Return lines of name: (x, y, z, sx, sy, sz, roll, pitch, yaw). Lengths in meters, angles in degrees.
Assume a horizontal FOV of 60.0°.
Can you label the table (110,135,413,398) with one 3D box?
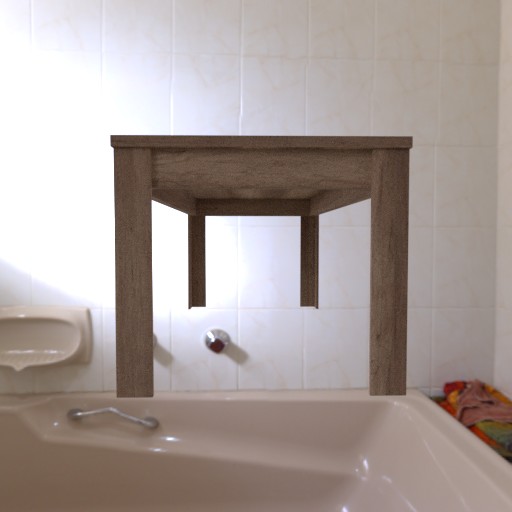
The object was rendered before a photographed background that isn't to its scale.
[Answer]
table: (0.000, 0.000, 2.232, 0.900, 0.790, 1.800, 0, 2, -1)
